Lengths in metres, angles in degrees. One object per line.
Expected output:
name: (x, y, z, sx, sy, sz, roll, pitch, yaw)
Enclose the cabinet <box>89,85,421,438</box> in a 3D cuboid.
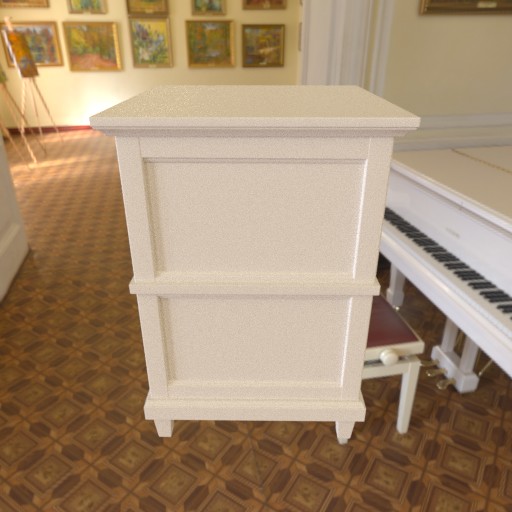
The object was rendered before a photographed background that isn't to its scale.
cabinet: (0.000, 0.000, 1.141, 0.547, 0.775, 0.544, 0, 26, 1)
